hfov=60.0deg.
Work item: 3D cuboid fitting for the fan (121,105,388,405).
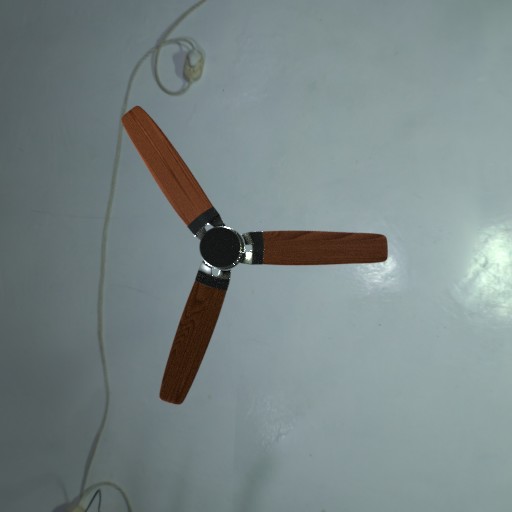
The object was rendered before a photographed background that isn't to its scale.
[{"bbox_3d":[0.000,0.000,2.028,1.271,0.410,1.416,0,90,-2],"label":"fan"}]
